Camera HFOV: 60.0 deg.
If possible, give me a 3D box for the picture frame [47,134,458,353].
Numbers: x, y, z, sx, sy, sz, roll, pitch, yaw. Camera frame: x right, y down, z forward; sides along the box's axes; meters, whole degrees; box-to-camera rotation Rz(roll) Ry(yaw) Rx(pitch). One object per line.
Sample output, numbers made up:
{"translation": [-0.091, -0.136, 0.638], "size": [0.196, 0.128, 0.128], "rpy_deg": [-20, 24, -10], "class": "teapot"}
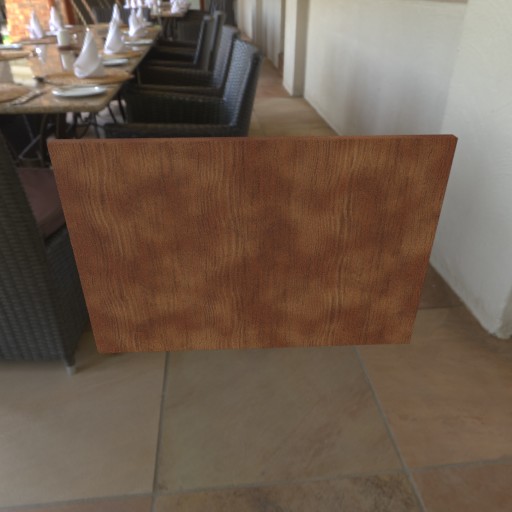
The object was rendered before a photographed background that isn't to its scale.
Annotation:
{"translation": [0.000, 0.000, 1.201], "size": [0.950, 0.640, 0.029], "rpy_deg": [-1, 31, -2], "class": "picture frame"}
